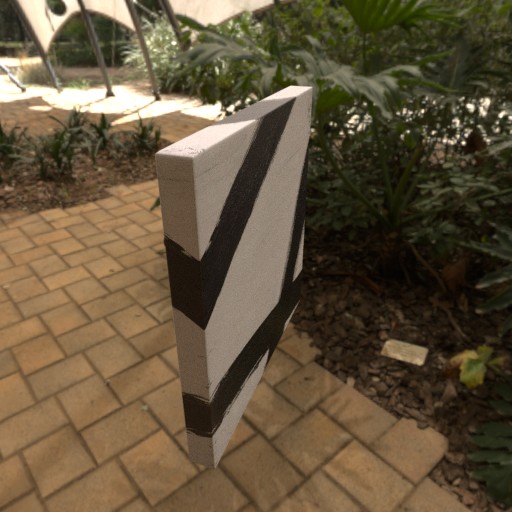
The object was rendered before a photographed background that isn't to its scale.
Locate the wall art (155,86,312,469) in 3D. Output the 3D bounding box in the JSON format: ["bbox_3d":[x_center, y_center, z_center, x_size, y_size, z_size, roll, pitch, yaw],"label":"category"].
[{"bbox_3d":[0.000,0.000,0.795,0.050,0.508,0.507,10,31,18],"label":"wall art"}]
